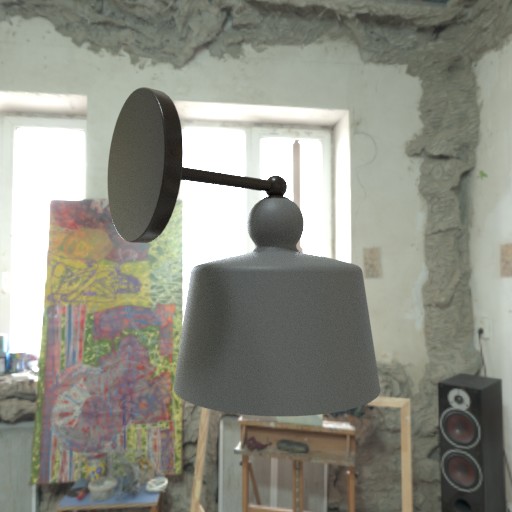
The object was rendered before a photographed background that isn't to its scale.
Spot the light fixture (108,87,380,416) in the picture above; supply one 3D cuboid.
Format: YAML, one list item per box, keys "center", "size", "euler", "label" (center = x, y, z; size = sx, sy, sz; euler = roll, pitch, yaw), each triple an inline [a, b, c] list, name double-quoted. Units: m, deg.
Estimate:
- center: [0.000, 0.000, 0.438]
  size: [0.254, 0.268, 0.204]
  euler: [1, -2, -37]
  label: "light fixture"
